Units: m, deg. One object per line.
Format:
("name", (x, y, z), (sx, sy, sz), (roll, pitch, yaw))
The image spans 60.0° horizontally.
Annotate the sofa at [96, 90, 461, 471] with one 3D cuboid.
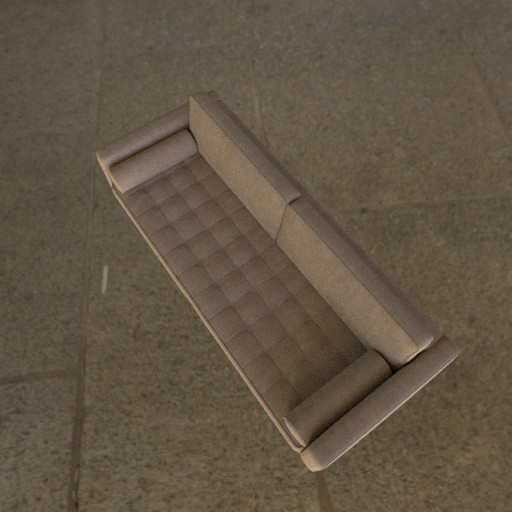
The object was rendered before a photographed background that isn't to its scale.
("sofa", (0.000, 0.000, 2.594), (0.919, 0.770, 2.200), (-33, 68, -15))
